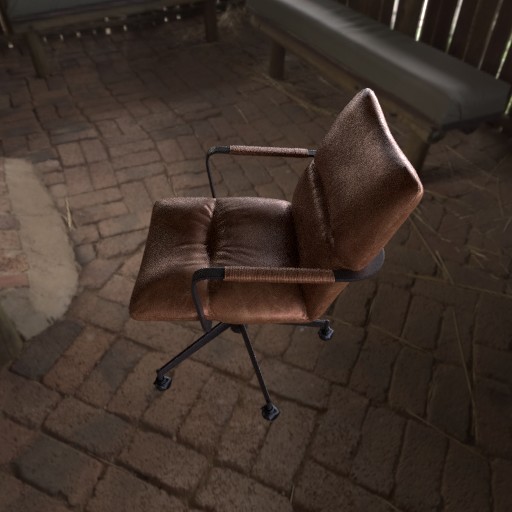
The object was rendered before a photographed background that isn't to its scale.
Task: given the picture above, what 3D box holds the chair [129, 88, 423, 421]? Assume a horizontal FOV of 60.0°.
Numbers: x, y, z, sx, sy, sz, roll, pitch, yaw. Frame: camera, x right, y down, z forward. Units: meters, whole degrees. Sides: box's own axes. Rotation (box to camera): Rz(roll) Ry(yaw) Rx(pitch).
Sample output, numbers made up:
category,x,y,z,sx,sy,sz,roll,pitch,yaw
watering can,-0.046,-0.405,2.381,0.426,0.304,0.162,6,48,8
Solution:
category,x,y,z,sx,sy,sz,roll,pitch,yaw
chair,0.000,0.000,1.477,0.754,0.922,0.727,-1,43,-1
